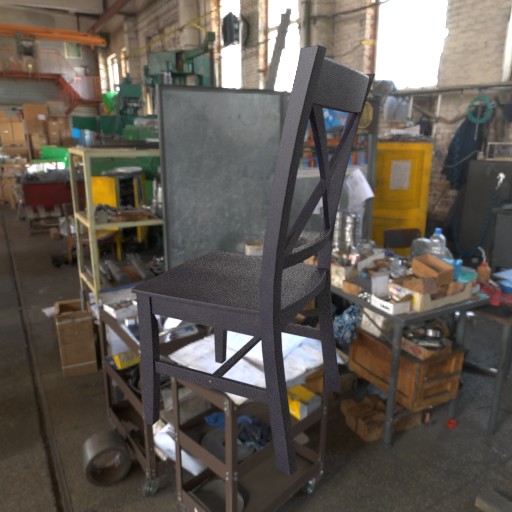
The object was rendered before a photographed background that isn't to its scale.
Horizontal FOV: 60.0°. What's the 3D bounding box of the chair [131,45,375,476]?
[{"bbox_3d":[0.000,0.000,1.257,0.542,0.983,0.485,8,17,25],"label":"chair"}]
